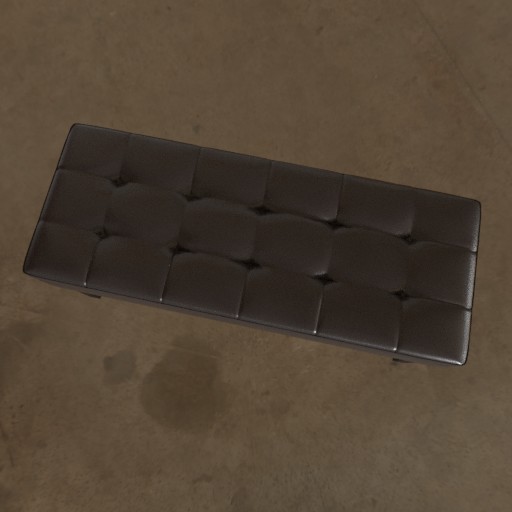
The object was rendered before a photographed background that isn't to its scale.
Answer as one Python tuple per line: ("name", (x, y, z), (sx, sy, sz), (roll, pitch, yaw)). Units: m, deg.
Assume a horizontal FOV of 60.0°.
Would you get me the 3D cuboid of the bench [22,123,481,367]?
("bench", (0.000, 0.000, 1.314), (1.105, 0.460, 0.432), (11, 76, 3))
